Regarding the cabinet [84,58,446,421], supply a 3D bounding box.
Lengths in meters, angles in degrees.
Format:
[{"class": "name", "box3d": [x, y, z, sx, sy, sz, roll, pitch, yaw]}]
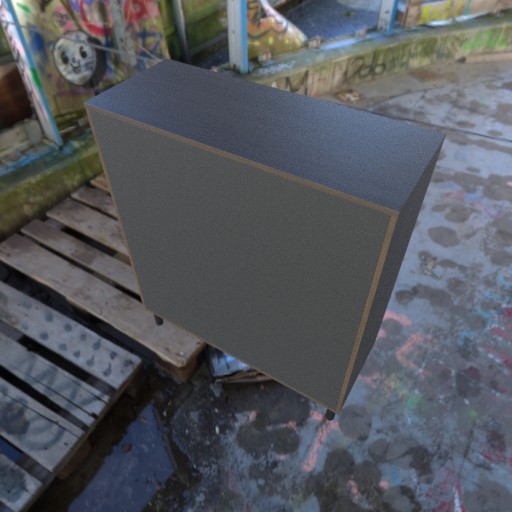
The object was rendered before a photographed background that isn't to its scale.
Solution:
[{"class": "cabinet", "box3d": [0.000, 0.000, 1.728, 1.010, 1.170, 0.400, 24, 50, 21]}]
